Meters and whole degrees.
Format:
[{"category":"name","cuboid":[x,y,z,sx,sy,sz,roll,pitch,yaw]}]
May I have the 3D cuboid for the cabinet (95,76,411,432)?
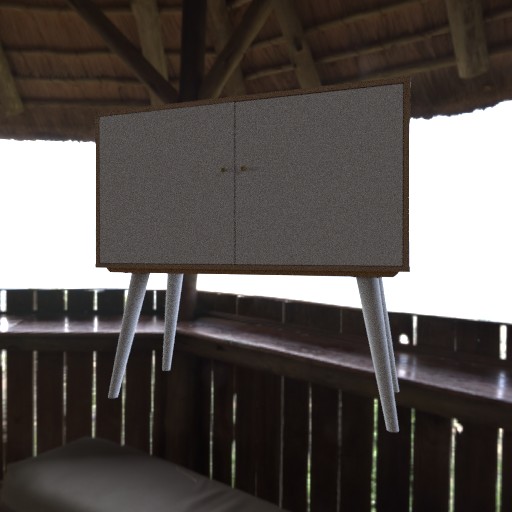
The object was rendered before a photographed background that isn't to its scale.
[{"category":"cabinet","cuboid":[0.000,0.000,1.622,1.057,1.016,0.470,0,1,18]}]
